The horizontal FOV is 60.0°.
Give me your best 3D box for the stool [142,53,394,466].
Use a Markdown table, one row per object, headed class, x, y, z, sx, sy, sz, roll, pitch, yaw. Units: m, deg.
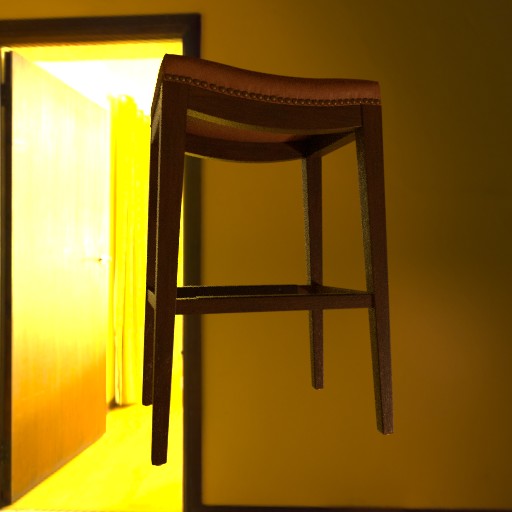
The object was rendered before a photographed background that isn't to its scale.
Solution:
| class | x | y | z | sx | sy | sz | roll | pitch | yaw |
| --- | --- | --- | --- | --- | --- | --- | --- | --- | --- |
| stool | 0.000 | 0.000 | 1.036 | 0.500 | 0.759 | 0.361 | 0 | 0 | -17 |
